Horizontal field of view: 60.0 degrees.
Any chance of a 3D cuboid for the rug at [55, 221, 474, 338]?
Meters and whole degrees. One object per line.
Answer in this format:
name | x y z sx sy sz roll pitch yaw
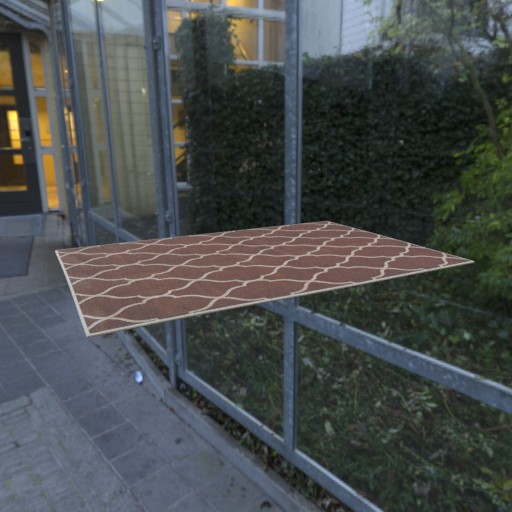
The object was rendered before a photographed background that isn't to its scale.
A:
rug | 0.000 0.000 2.889 2.294 0.014 1.528 -8 17 -27
